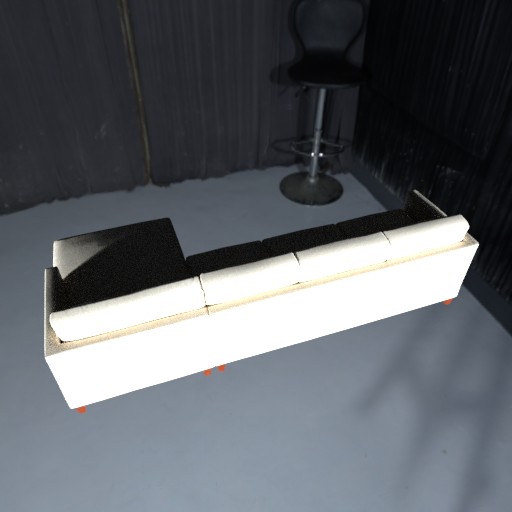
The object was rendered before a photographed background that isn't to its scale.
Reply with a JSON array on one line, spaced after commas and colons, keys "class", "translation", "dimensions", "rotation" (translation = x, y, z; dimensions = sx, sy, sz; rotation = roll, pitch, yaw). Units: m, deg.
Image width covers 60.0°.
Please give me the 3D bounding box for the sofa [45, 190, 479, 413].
[{"class": "sofa", "translation": [0.000, 0.000, 4.015], "dimensions": [3.471, 0.954, 1.603], "rotation": [-13, 42, -15]}]
